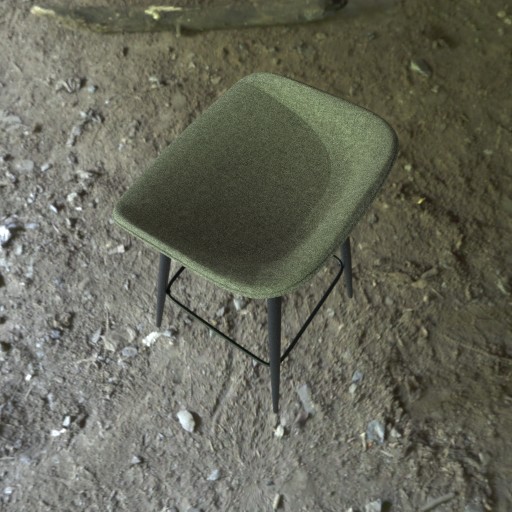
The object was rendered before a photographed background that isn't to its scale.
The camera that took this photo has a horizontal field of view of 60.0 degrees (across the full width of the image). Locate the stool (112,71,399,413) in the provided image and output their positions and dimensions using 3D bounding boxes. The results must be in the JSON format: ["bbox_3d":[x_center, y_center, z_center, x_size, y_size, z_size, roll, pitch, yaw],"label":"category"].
[{"bbox_3d":[0.000,0.000,1.116,0.480,0.814,0.469,32,68,15],"label":"stool"}]
